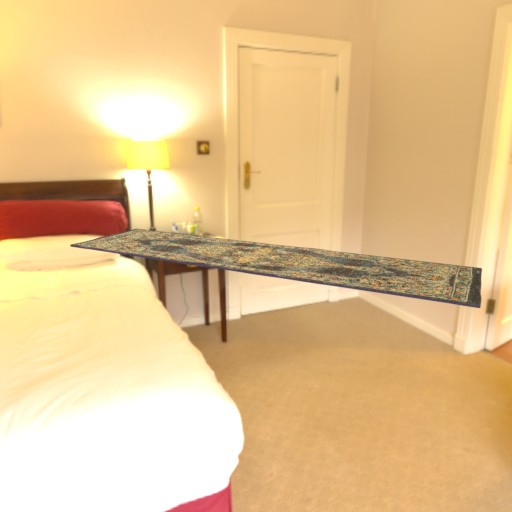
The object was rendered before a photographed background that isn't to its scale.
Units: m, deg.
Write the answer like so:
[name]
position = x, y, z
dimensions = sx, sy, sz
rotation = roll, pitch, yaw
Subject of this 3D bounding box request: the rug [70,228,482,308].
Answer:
[rug]
position = 0.000, 0.000, 2.493
dimensions = 2.283, 0.016, 0.602
rotation = 7, 16, 26
